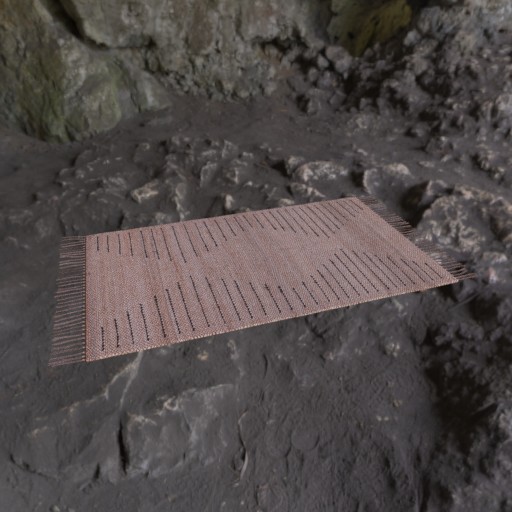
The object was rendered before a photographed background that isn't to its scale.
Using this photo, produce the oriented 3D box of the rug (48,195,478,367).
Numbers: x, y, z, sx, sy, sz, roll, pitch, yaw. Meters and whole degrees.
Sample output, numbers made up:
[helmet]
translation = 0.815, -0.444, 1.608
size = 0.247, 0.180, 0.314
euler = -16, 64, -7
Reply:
[rug]
translation = 0.000, 0.000, 2.020
size = 1.718, 0.017, 0.905
euler = -10, 33, -15
